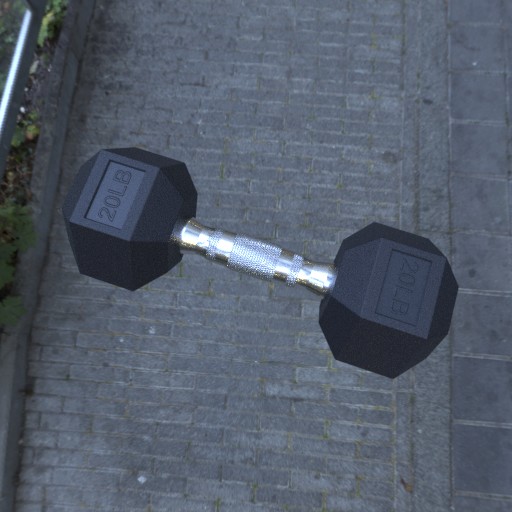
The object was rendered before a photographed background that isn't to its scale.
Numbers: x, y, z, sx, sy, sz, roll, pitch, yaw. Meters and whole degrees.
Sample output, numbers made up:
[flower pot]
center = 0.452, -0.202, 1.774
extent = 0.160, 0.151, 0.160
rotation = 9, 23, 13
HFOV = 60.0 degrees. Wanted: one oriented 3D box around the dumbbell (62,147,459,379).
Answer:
[dumbbell]
center = 0.000, 0.000, 0.326
extent = 0.272, 0.092, 0.106
rotation = 18, 77, 4
